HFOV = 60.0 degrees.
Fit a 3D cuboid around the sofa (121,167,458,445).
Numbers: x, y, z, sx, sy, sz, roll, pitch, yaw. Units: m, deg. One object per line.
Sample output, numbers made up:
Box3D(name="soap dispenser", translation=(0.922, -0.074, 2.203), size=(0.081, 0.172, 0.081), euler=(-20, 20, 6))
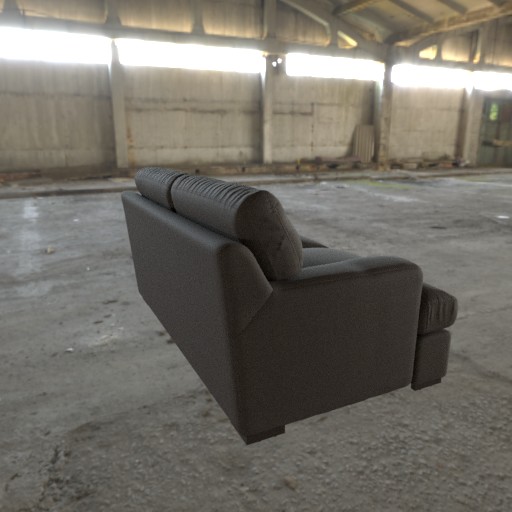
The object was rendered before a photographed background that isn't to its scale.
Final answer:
Box3D(name="sofa", translation=(0.000, 0.000, 2.494), size=(1.143, 0.940, 1.880), euler=(-7, 16, -25))
